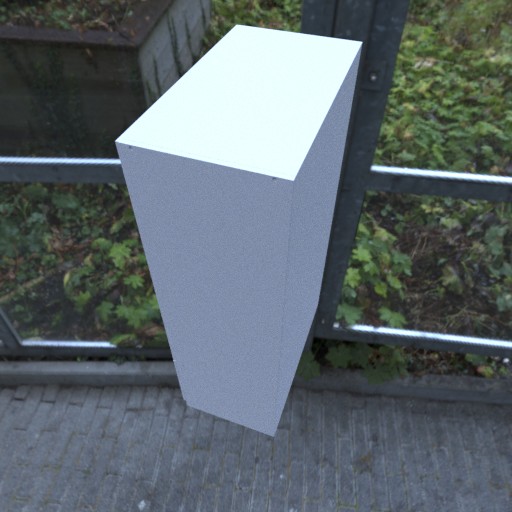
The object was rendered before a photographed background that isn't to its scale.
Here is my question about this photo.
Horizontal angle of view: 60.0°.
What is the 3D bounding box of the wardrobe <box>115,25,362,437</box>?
[{"bbox_3d":[0.000,0.000,2.242,0.577,1.808,0.991,15,49,13],"label":"wardrobe"}]
